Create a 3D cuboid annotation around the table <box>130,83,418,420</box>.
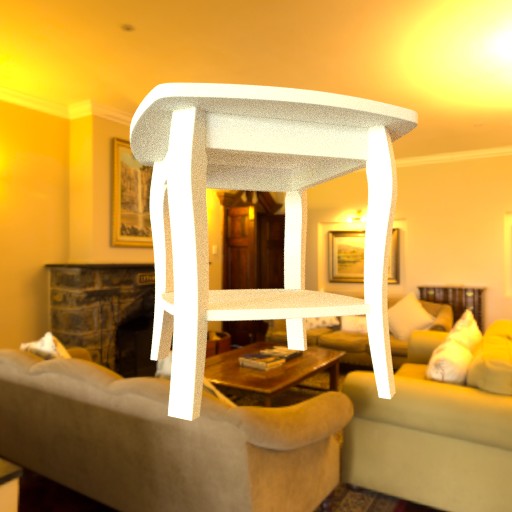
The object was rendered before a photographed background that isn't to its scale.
[{"bbox_3d":[0.000,0.000,0.825,0.451,0.438,0.502,0,0,-17],"label":"table"}]
